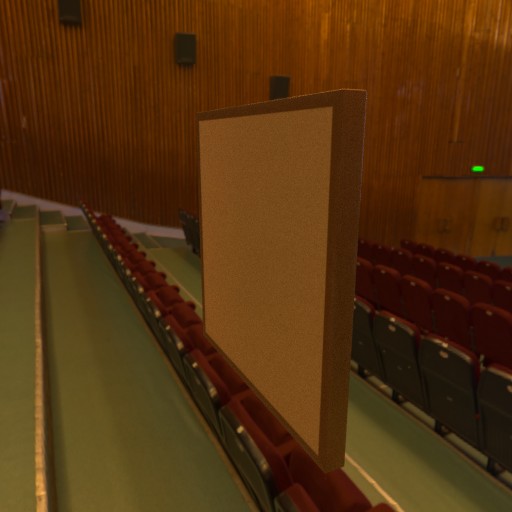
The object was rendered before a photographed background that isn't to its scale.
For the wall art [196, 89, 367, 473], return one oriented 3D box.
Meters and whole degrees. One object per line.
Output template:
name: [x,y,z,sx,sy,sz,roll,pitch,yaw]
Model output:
wall art: [0.000,0.000,0.787,0.033,0.509,0.510,-7,16,-25]
